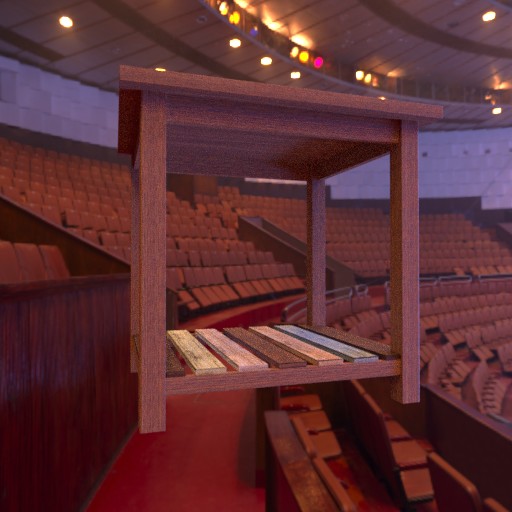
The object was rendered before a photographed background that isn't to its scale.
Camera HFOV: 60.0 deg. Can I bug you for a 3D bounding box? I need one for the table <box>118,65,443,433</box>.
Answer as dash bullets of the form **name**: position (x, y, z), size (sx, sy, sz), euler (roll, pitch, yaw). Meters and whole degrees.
- **table**: position (0.000, 0.000, 1.109), size (0.660, 0.635, 0.559), euler (0, -1, -18)
